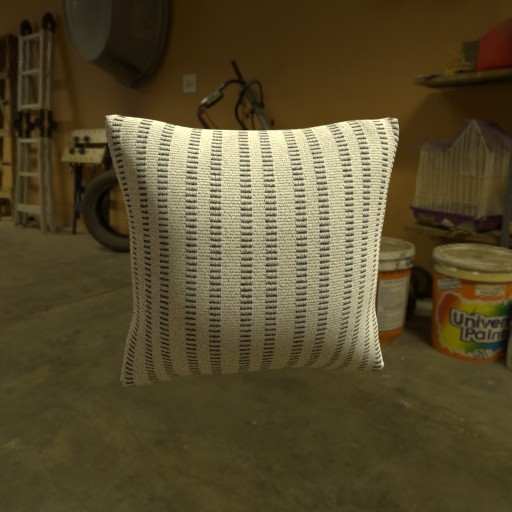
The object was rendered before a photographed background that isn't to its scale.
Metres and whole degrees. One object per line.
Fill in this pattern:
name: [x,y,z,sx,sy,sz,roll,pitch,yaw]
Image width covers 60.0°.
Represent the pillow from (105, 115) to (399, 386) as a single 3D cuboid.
pillow: [0.000,0.000,0.693,0.438,0.419,0.247,-2,14,-6]
